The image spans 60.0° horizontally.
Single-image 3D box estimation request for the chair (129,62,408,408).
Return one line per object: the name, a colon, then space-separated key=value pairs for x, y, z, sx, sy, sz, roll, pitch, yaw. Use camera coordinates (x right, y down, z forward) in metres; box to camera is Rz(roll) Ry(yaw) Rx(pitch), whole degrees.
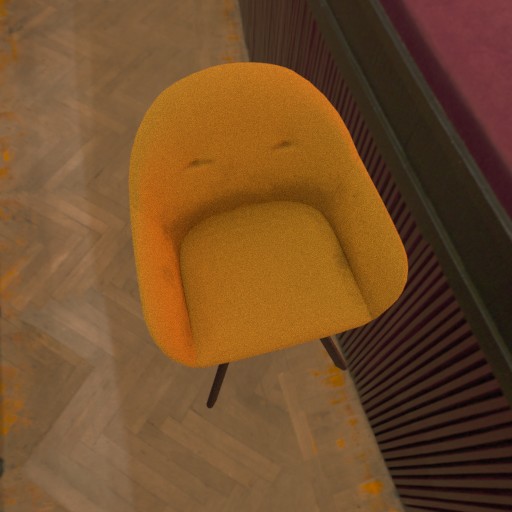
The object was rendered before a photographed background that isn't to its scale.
chair: x=0.000 y=0.000 z=1.163 sx=0.545 sy=0.775 sz=0.565 roll=-13 pitch=64 yaw=-7
